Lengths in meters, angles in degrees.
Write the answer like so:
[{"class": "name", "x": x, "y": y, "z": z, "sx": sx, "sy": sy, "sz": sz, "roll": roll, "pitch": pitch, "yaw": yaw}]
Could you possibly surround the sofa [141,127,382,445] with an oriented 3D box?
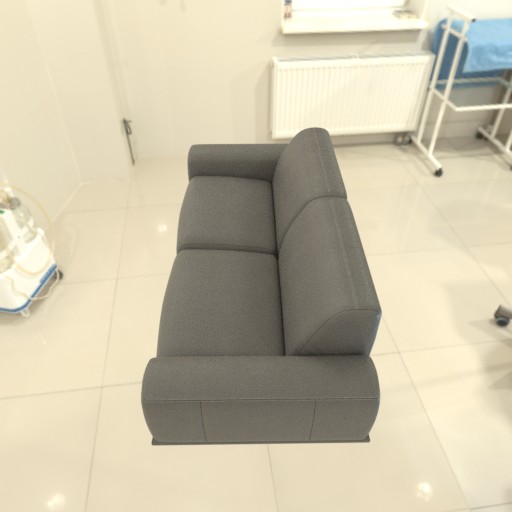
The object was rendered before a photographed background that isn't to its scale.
[{"class": "sofa", "x": 0.000, "y": 0.000, "z": 2.357, "sx": 0.900, "sy": 0.772, "sz": 1.901, "roll": -1, "pitch": 42, "yaw": -1}]
